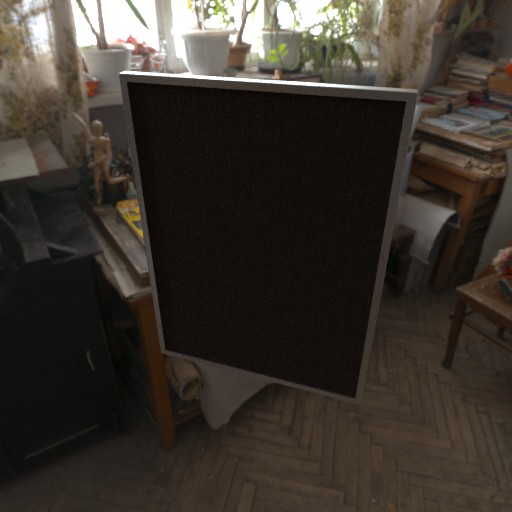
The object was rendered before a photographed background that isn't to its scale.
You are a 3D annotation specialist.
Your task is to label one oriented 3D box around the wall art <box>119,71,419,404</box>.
[{"bbox_3d":[0.000,0.000,1.421,0.801,1.062,0.037,10,33,16],"label":"wall art"}]
